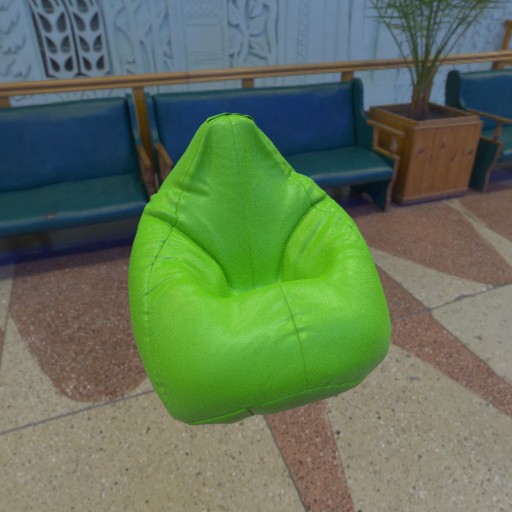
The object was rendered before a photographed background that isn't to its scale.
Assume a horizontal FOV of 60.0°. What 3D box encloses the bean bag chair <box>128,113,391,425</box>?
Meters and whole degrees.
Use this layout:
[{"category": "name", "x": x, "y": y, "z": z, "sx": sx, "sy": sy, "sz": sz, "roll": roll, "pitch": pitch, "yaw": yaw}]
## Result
[{"category": "bean bag chair", "x": 0.000, "y": 0.000, "z": 1.836, "sx": 1.070, "sy": 0.990, "sz": 1.070, "roll": -10, "pitch": 33, "yaw": -16}]
